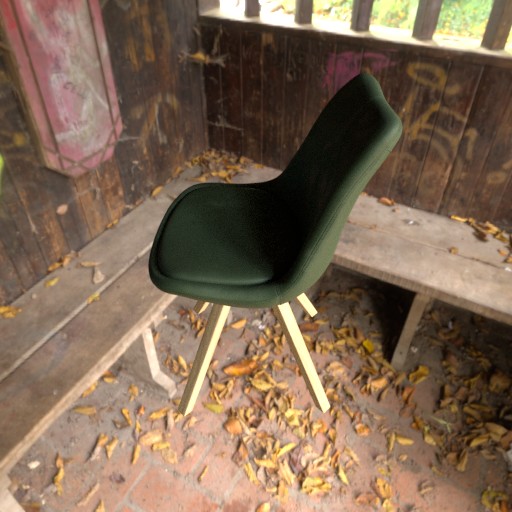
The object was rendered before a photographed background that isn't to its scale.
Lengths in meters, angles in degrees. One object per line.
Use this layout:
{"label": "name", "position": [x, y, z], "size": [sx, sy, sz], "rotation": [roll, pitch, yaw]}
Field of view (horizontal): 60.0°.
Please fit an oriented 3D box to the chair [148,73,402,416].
{"label": "chair", "position": [0.000, 0.000, 1.180], "size": [0.547, 0.865, 0.483], "rotation": [0, 40, 0]}
